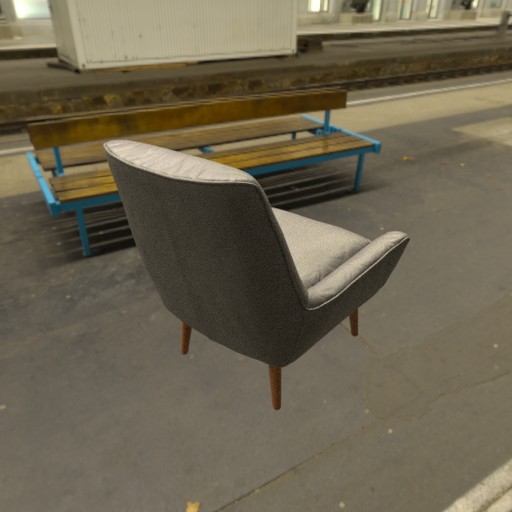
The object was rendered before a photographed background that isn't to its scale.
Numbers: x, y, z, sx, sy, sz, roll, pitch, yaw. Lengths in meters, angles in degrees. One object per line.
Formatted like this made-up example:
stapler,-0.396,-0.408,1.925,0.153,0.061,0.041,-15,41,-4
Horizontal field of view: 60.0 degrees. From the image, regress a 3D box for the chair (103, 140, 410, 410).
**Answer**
chair,0.000,0.000,1.522,0.787,0.888,0.822,21,37,31
